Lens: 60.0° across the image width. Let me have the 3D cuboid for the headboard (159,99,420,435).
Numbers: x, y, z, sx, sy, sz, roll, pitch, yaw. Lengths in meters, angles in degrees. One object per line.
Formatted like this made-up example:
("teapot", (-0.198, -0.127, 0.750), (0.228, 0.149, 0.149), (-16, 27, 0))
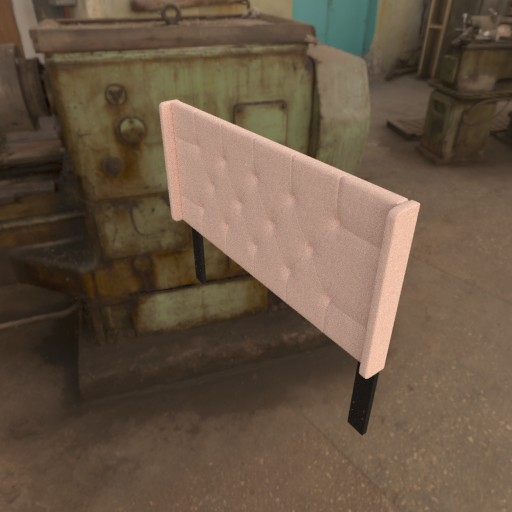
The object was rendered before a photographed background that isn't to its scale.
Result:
("headboard", (0.000, 0.000, 2.819), (0.184, 1.524, 2.051), (-21, 39, -30))
